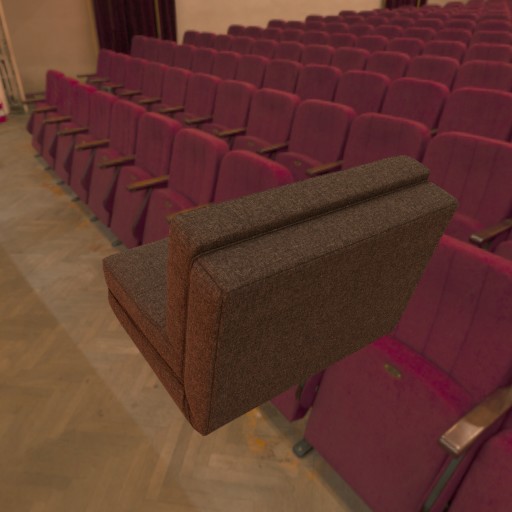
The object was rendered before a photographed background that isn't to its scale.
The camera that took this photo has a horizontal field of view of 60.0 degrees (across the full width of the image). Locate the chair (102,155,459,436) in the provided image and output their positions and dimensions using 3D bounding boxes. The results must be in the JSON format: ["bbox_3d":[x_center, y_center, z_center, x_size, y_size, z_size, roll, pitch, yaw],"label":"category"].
[{"bbox_3d":[0.000,0.000,1.342,0.740,0.615,0.800,-20,36,-30],"label":"chair"}]
